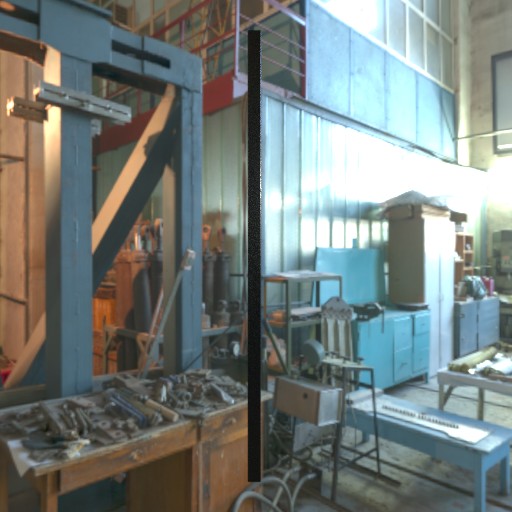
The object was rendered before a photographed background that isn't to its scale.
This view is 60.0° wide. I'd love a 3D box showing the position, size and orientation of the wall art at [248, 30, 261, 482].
[{"bbox_3d":[0.000,0.000,0.874,0.019,0.656,0.462,0,0,1],"label":"wall art"}]
